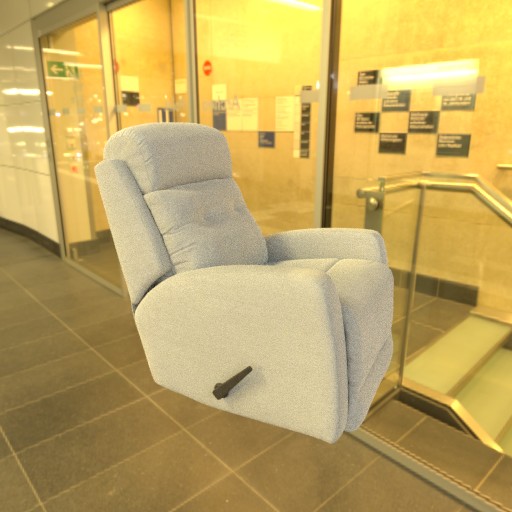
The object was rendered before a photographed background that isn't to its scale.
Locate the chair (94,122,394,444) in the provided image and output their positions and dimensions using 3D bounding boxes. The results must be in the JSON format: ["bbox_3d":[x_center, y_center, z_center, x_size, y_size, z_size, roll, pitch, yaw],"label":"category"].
[{"bbox_3d":[0.000,0.000,1.750,1.043,1.013,0.798,9,18,27],"label":"chair"}]
